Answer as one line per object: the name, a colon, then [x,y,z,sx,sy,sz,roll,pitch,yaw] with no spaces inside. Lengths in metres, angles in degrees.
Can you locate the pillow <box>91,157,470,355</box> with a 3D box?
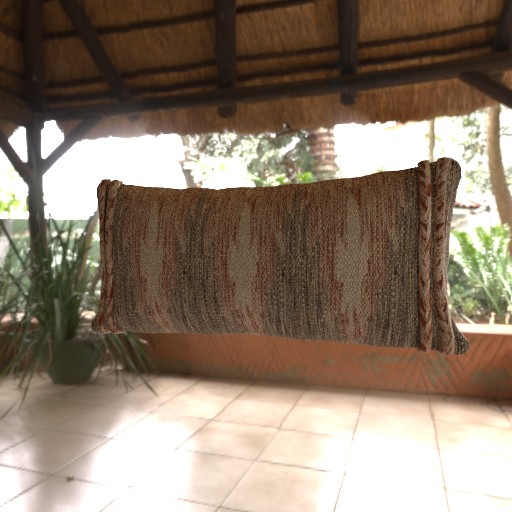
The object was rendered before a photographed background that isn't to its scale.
pillow: [0.000,0.000,0.724,0.635,0.282,0.139,0,0,18]
